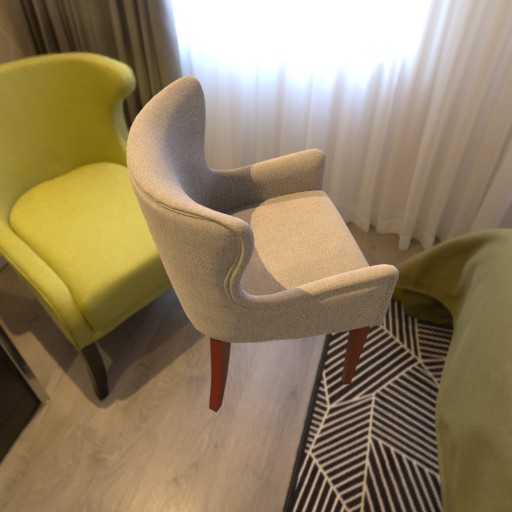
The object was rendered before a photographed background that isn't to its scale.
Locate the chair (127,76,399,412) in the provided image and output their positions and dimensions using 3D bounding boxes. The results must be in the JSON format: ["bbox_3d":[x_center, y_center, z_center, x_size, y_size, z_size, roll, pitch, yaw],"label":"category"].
[{"bbox_3d":[0.000,0.000,1.477,0.677,0.948,0.732,-9,46,-9],"label":"chair"}]
